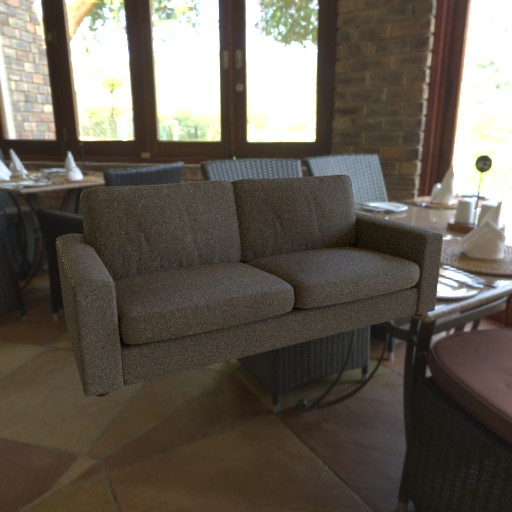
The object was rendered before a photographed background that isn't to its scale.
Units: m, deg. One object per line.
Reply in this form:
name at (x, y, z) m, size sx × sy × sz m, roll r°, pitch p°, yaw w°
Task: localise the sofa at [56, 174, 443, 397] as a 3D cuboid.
sofa at (0.000, 0.000, 2.725) m, size 2.179 × 0.873 × 1.016 m, roll -8°, pitch 17°, yaw -26°
